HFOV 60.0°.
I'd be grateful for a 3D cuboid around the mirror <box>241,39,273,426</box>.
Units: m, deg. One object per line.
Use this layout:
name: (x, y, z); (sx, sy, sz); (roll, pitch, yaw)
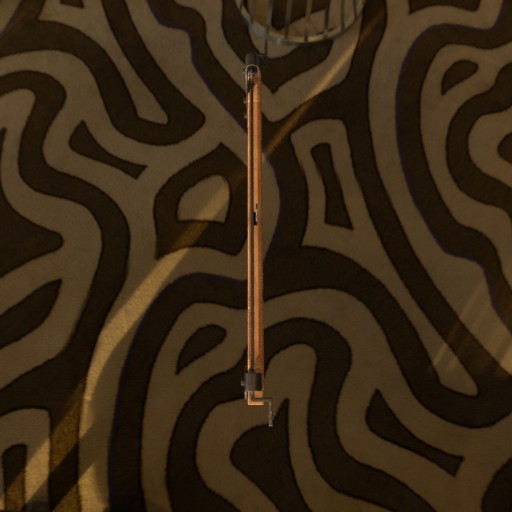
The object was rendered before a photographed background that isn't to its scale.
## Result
mirror: (0.000, 0.000, 1.198); (0.054, 0.800, 0.805); (0, 74, 0)
